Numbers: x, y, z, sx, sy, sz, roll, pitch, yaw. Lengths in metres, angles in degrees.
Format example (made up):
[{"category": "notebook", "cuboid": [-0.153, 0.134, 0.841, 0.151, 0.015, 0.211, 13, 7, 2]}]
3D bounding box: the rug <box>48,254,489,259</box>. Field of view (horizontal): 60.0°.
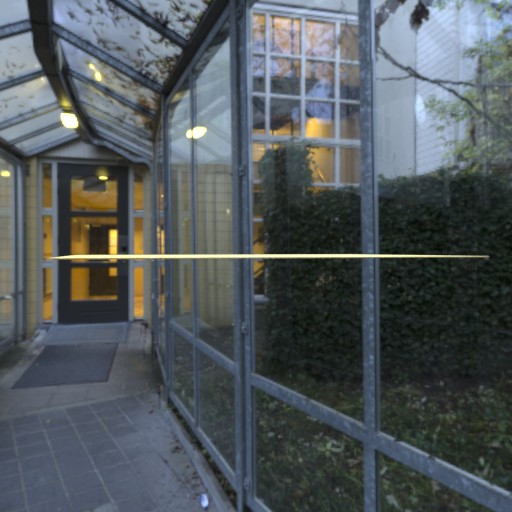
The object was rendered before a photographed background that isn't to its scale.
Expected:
[{"category": "rug", "cuboid": [0.000, 0.000, 2.885, 2.286, 0.006, 1.524, 0, 1, -18]}]
